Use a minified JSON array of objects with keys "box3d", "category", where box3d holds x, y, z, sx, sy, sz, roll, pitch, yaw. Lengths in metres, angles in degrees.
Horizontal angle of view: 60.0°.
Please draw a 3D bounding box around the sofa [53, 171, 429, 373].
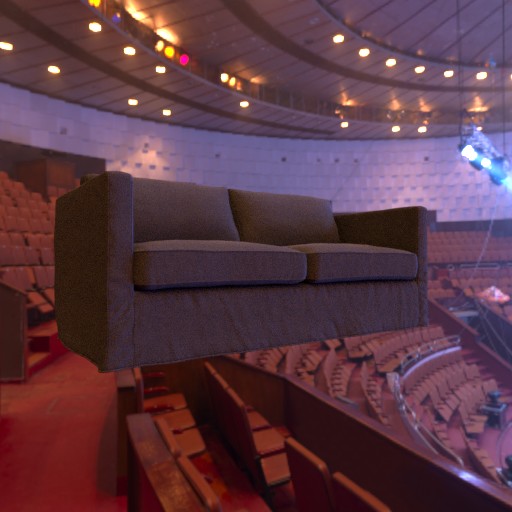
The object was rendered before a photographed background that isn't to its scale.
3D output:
[{"box3d":[0.000,0.000,2.509,1.982,0.855,0.953,0,-1,-35],"category":"sofa"}]
